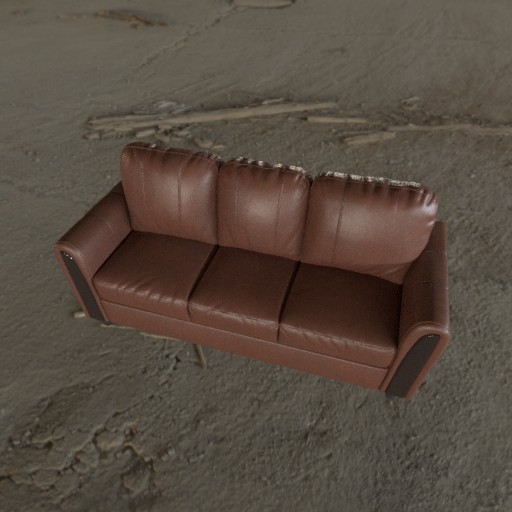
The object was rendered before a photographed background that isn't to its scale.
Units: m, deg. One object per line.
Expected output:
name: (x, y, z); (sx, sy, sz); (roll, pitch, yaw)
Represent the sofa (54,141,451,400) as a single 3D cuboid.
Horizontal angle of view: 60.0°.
sofa: (0.000, 0.000, 2.321); (1.862, 0.915, 0.802); (11, 42, 13)
